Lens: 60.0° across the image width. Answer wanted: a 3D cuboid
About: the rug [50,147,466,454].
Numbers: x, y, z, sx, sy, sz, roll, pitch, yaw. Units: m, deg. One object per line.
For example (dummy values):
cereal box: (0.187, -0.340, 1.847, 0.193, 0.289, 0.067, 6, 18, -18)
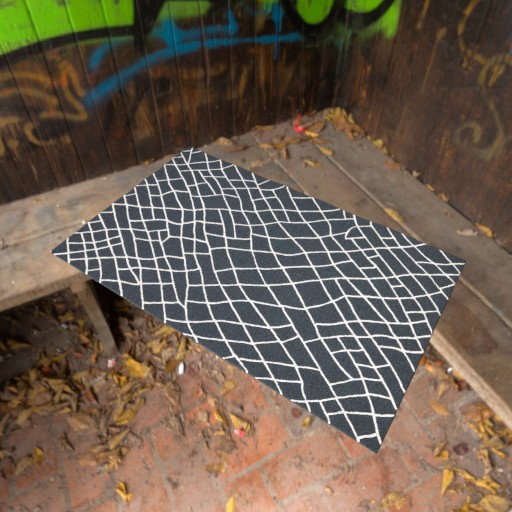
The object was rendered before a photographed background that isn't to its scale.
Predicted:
rug: (0.000, 0.000, 3.060, 2.448, 0.017, 1.529, 26, 53, 22)
